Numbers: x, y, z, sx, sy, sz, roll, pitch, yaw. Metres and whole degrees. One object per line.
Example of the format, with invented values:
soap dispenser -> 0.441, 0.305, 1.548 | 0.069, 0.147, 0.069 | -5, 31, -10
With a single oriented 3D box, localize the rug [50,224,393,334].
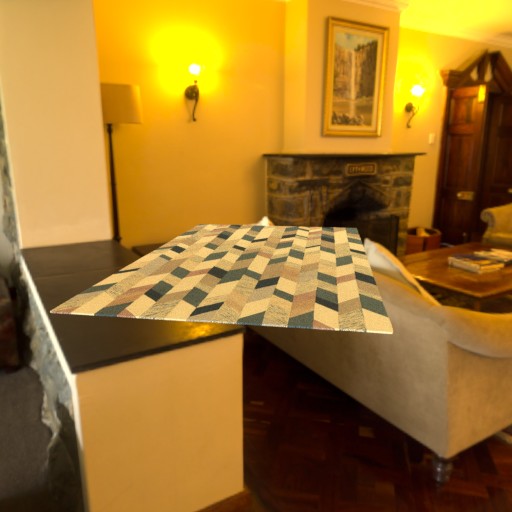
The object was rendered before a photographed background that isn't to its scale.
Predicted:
rug -> 0.000, 0.000, 3.057 | 1.513, 0.008, 2.423 | 2, 14, 9
